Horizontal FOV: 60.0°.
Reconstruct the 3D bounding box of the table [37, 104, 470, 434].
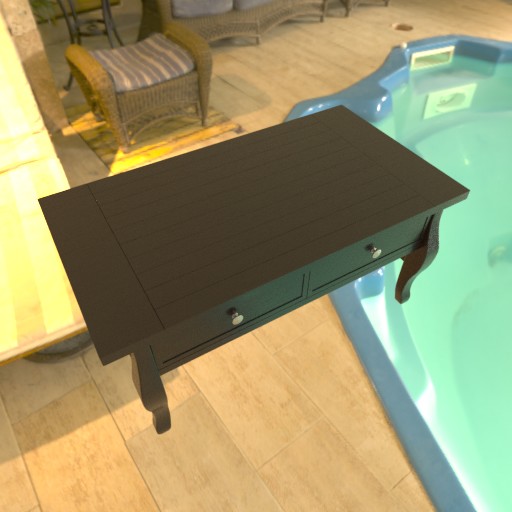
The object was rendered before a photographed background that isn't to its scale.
[{"bbox_3d":[0.000,0.000,1.416,1.062,0.494,0.600,-23,50,-21],"label":"table"}]
